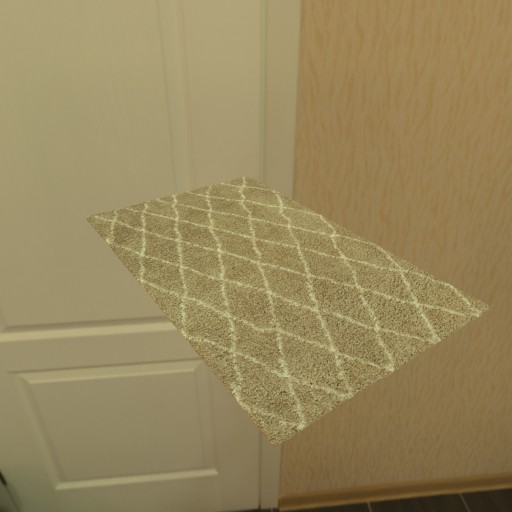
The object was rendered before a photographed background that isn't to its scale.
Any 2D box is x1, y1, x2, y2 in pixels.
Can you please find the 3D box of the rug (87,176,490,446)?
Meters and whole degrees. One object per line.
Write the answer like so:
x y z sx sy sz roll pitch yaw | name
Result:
0.000 0.000 2.965 1.524 0.030 2.438 -20 37 -29 | rug
